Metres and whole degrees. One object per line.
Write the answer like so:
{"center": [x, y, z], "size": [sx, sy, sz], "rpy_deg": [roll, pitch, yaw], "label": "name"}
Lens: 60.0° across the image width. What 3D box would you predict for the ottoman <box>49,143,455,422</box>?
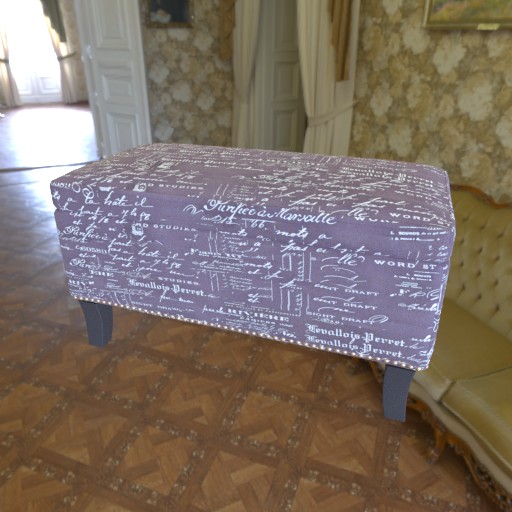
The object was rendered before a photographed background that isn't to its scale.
{"center": [0.000, 0.000, 1.062], "size": [0.813, 0.457, 0.406], "rpy_deg": [9, 27, 17], "label": "ottoman"}
